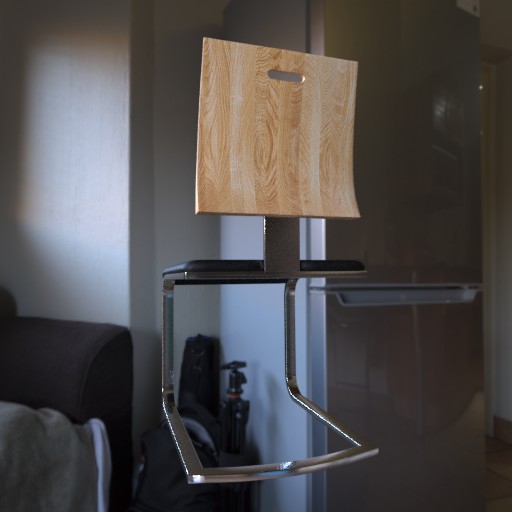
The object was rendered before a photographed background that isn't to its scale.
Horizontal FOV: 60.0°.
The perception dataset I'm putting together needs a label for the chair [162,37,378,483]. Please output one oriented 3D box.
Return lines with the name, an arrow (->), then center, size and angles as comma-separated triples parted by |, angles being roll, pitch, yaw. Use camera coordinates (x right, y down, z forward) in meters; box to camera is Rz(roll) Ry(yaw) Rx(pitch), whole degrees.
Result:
chair -> 0.000, 0.000, 1.209 | 0.462, 0.936, 0.560 | 0, -1, -18
